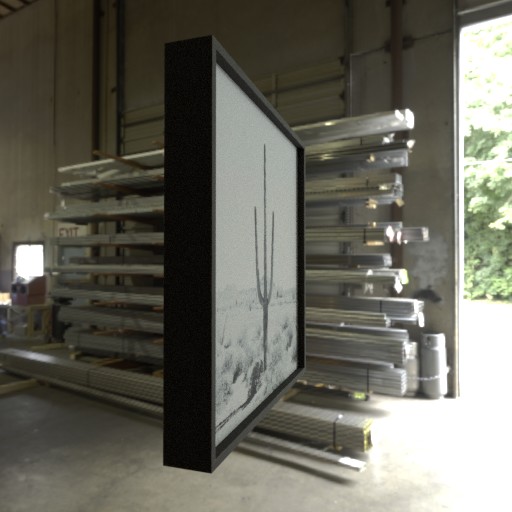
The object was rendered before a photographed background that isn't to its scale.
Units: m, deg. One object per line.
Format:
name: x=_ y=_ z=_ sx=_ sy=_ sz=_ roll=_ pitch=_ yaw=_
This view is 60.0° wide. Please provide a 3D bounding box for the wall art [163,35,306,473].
wall art: x=0.000 y=0.000 z=0.458 sx=0.038 sy=0.305 sz=0.305 roll=0 pitch=-1 yaw=19
